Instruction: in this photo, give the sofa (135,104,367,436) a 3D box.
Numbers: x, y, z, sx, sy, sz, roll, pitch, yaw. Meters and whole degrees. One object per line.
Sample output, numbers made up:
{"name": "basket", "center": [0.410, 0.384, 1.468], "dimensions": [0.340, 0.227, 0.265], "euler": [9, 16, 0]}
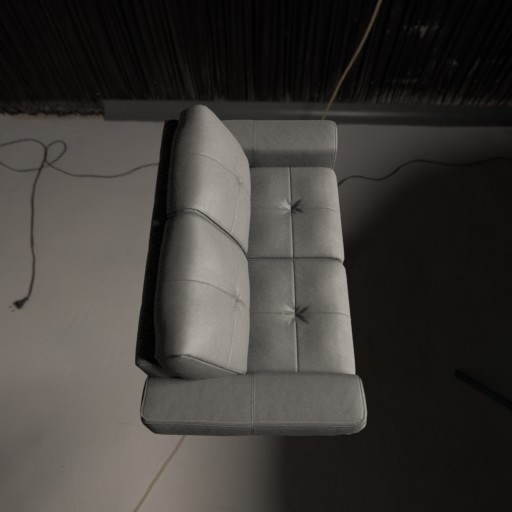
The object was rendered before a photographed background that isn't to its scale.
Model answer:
{"name": "sofa", "center": [0.000, 0.000, 2.403], "dimensions": [1.018, 0.907, 1.806], "euler": [0, 63, 0]}
